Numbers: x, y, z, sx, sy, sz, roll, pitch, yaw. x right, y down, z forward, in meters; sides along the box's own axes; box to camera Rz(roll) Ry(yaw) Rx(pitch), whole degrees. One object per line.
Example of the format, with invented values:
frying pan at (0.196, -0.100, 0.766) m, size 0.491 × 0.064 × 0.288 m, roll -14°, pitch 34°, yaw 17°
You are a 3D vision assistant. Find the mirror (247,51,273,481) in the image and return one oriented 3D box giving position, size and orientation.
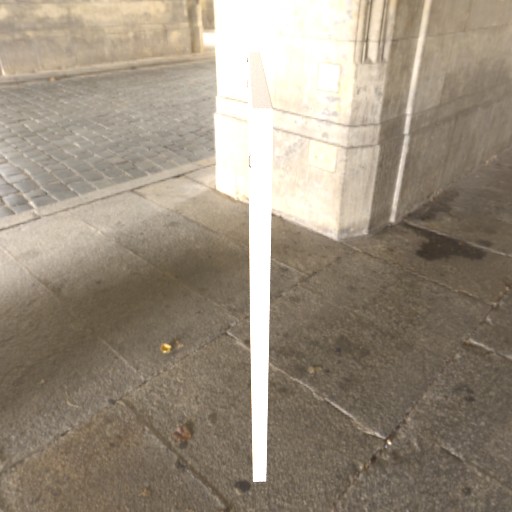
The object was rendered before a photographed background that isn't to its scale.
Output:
mirror at (0.000, 0.000, 1.306) m, size 0.040 × 1.016 × 0.762 m, roll -1°, pitch 31°, yaw -1°
